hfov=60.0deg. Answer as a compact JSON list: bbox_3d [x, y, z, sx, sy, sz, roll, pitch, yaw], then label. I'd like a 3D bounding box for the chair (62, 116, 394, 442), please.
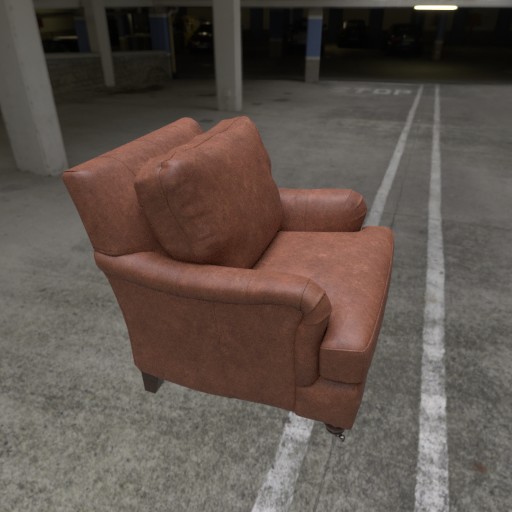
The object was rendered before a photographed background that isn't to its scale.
[{"bbox_3d":[0.000,0.000,1.963,1.158,1.055,0.986,10,31,17],"label":"chair"}]
